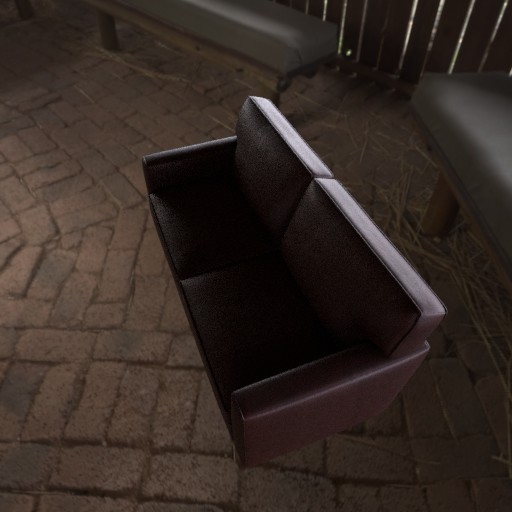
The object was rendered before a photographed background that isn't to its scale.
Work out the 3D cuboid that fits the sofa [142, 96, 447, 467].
[{"bbox_3d":[0.000,0.000,2.426,0.912,0.928,1.876,-16,49,-15],"label":"sofa"}]
